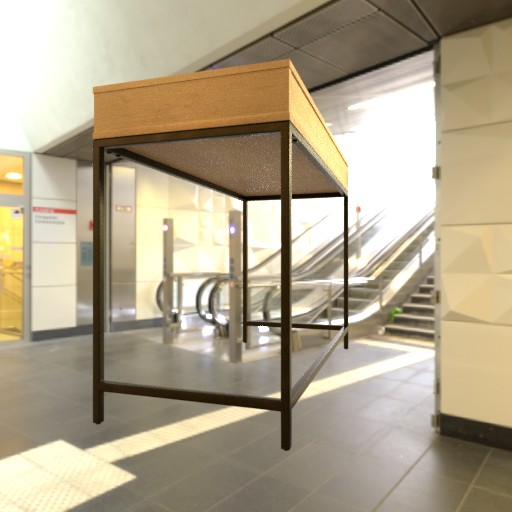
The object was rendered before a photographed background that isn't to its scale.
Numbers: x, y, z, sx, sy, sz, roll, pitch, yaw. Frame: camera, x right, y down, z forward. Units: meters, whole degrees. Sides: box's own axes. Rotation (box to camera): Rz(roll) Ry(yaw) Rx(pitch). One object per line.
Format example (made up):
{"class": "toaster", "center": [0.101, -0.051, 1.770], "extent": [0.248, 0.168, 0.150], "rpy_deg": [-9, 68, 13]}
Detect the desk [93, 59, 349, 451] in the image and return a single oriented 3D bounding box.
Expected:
{"class": "desk", "center": [0.000, 0.000, 1.414], "extent": [0.470, 0.762, 1.016], "rpy_deg": [0, 0, 18]}
